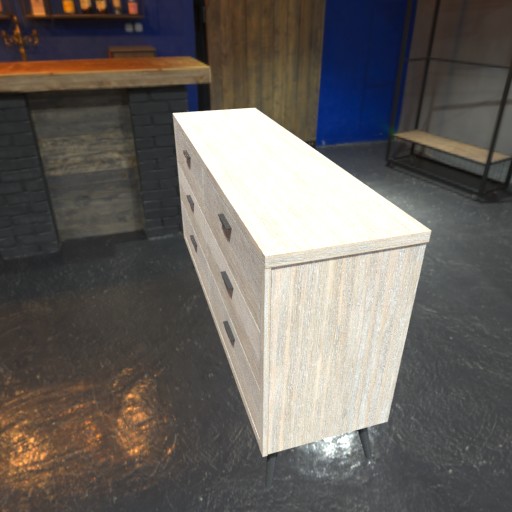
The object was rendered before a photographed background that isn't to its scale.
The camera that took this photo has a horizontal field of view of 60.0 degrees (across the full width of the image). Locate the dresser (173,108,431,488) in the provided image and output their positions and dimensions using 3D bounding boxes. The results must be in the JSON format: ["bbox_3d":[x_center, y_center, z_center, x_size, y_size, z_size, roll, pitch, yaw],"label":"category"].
[{"bbox_3d":[0.000,0.000,1.917,0.457,0.914,1.524,-9,31,-15],"label":"dresser"}]
